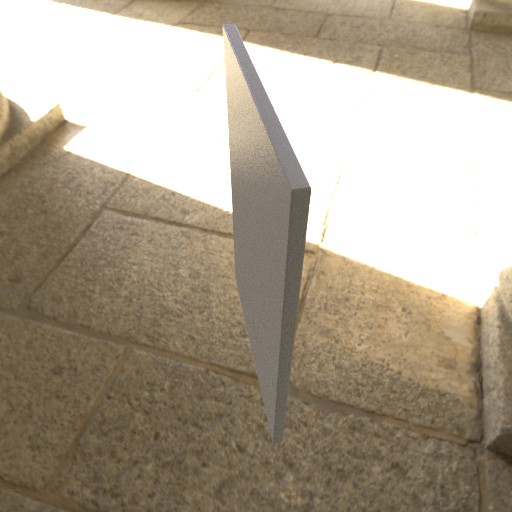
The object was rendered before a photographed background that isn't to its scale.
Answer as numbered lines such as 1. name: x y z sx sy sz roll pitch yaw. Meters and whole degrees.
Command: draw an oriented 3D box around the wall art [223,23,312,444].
1. wall art: 0.000 0.000 1.019 0.026 0.813 0.556 -9 47 -8
